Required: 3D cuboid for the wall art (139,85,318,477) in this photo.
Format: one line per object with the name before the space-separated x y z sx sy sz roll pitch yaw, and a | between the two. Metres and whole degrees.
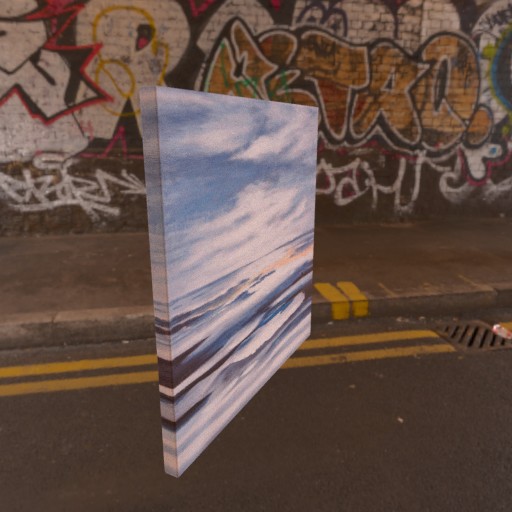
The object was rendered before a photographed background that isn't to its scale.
wall art | 0.000 0.000 1.122 0.035 0.747 0.747 8 18 27
